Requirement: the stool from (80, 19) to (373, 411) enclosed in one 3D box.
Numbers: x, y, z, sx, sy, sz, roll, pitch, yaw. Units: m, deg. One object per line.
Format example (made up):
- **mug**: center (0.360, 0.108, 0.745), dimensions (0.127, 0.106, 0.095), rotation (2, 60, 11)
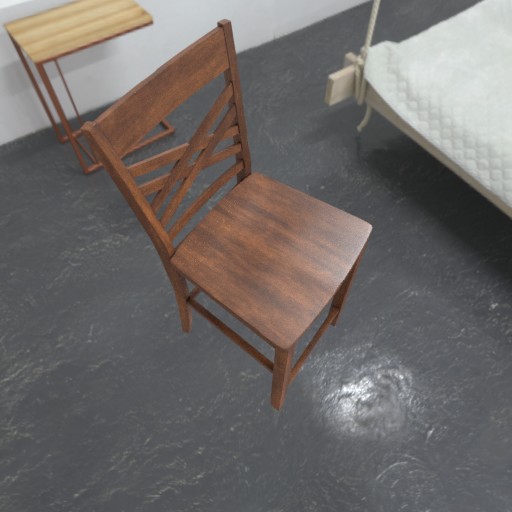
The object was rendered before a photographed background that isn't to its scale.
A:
- **stool**: center (0.000, 0.000, 1.336), dimensions (0.539, 1.079, 0.462), rotation (31, 63, 18)
